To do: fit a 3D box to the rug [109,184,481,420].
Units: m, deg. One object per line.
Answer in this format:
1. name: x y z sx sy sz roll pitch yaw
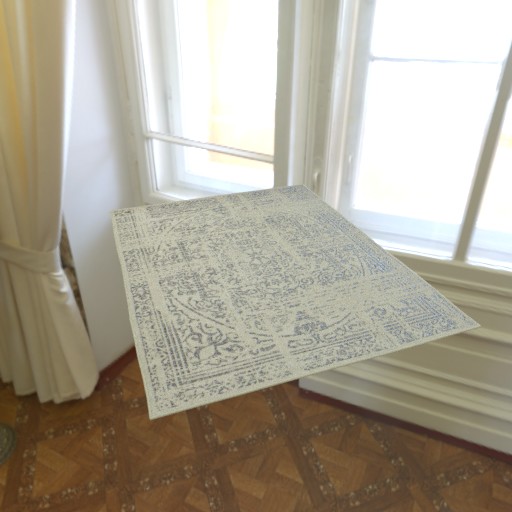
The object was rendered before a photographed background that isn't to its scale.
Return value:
1. rug: 0.000 0.000 3.937 2.311 0.032 2.921 -10 32 -17
